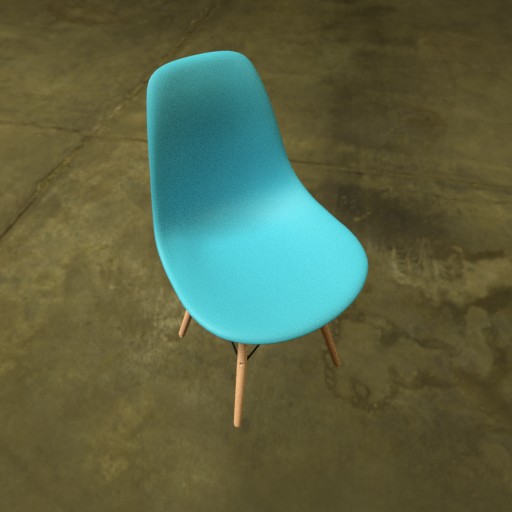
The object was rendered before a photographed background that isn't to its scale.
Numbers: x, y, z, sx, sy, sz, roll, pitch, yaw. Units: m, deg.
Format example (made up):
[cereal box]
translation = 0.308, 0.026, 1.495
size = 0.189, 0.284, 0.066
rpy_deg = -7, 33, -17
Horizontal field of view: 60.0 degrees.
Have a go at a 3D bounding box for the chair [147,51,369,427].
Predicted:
[chair]
translation = 0.000, 0.000, 1.130
size = 0.470, 0.826, 0.531
rpy_deg = -24, 50, -22
